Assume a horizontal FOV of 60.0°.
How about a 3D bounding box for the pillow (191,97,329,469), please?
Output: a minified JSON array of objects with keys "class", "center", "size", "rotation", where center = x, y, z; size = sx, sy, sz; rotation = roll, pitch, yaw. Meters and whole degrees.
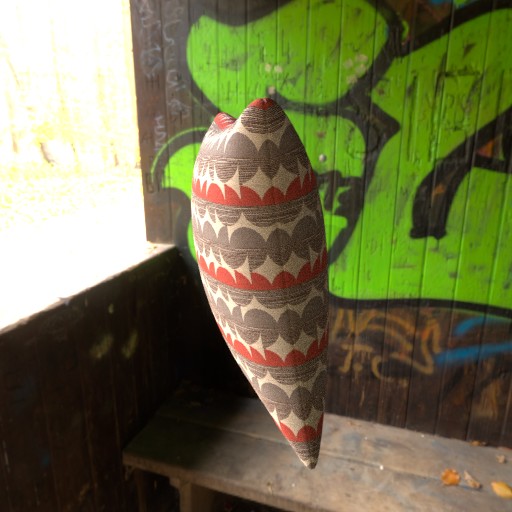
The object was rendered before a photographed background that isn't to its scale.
[{"class":"pillow","center":[0.000,0.000,0.642],"size":[0.180,0.410,0.420],"rotation":[-3,16,-9]}]
